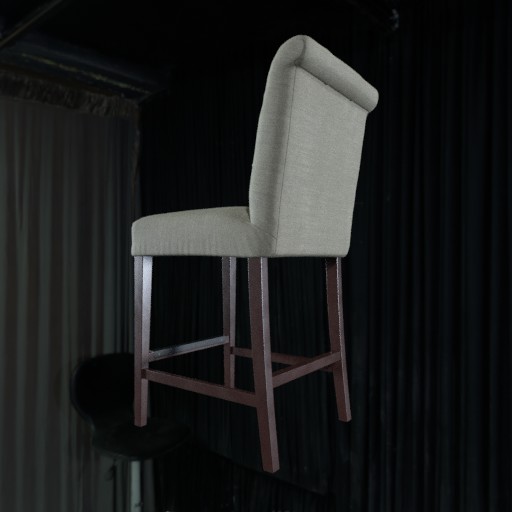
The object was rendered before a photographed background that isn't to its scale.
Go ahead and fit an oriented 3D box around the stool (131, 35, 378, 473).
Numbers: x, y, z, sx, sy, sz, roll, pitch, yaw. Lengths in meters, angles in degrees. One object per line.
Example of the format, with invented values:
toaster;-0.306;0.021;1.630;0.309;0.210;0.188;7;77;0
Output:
stool;0.000;0.000;1.421;0.660;1.084;0.486;0;0;37
